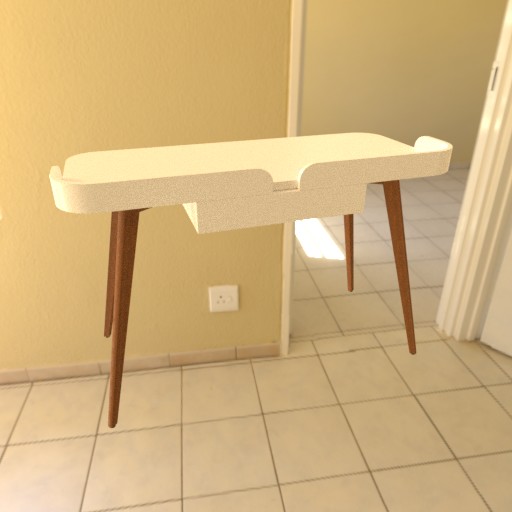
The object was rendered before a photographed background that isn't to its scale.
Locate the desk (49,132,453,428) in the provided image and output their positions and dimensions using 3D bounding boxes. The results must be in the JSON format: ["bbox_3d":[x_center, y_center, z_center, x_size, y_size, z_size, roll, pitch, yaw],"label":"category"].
[{"bbox_3d":[0.000,0.000,1.606,1.206,0.807,0.534,-9,28,-16],"label":"desk"}]
